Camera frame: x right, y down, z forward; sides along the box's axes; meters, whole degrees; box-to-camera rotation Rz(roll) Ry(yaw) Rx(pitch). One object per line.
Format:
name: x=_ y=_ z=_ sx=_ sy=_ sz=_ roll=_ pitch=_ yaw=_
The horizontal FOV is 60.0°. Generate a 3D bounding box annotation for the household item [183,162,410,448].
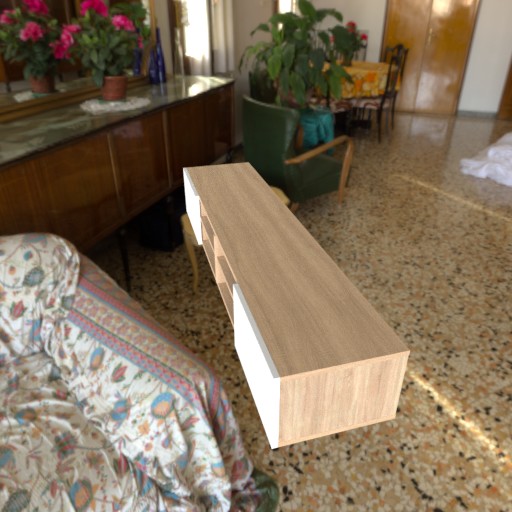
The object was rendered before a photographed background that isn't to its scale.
household item: x=0.000 y=0.000 z=2.100 sx=0.420 sy=0.310 sz=1.850 roll=-8 pitch=30 yaw=-14
